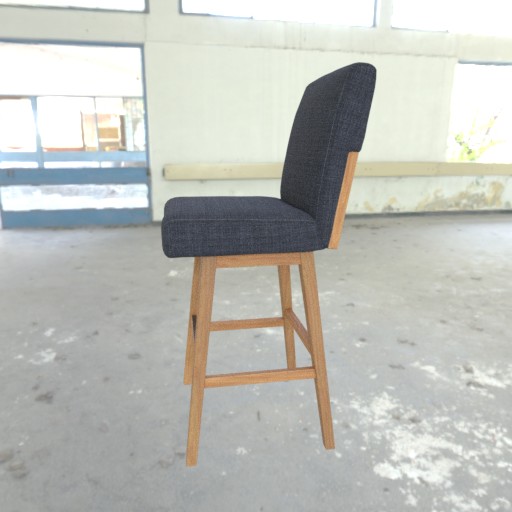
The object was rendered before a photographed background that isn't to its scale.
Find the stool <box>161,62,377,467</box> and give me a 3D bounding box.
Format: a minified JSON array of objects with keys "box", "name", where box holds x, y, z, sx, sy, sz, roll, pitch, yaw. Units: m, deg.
[{"box":[0.000,0.000,1.409,0.570,1.112,0.483,-2,14,-10],"name":"stool"}]
